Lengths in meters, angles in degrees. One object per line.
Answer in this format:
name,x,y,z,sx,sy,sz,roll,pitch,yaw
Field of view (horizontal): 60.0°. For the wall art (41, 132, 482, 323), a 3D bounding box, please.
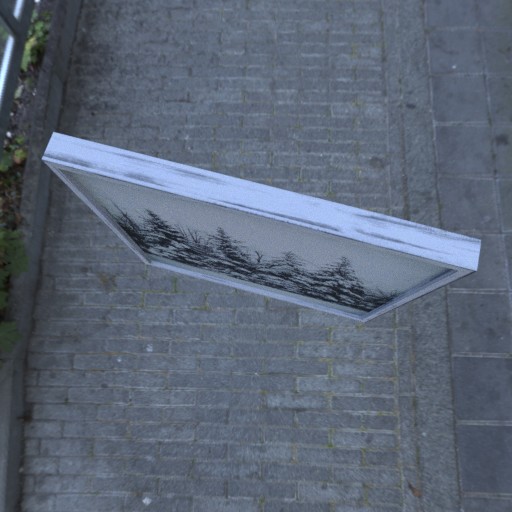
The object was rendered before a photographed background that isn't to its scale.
wall art,0.000,0.000,0.745,0.506,0.506,0.038,15,76,4
